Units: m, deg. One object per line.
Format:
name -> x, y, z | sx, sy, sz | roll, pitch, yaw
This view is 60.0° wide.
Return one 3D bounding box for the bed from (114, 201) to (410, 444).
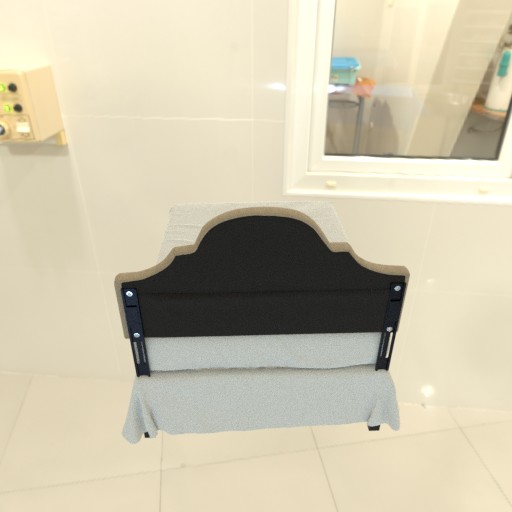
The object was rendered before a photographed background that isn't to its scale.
bed -> 0.000, 0.000, 3.401 | 1.780, 1.634, 2.222 | -1, 30, -2
